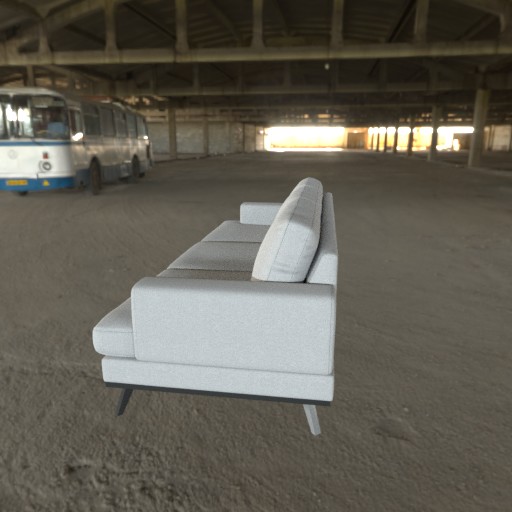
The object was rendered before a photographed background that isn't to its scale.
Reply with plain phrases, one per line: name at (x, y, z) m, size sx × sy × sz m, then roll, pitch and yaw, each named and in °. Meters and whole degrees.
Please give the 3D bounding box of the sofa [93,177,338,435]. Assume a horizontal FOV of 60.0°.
sofa at (0.000, 0.000, 2.699) m, size 0.920 × 0.810 × 2.310 m, roll 2°, pitch 15°, yaw 8°
